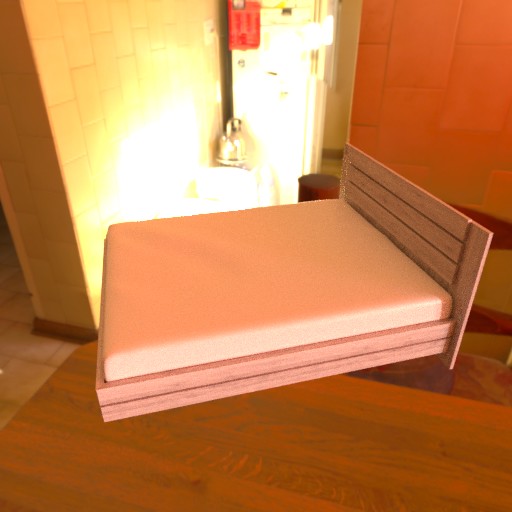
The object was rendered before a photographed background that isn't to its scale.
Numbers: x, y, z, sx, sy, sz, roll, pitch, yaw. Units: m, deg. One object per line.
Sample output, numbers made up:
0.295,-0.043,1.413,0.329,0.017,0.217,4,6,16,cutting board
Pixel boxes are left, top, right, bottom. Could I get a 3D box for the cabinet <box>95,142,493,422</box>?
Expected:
0.000,0.000,3.031,2.080,0.970,1.750,-8,31,-13,cabinet
